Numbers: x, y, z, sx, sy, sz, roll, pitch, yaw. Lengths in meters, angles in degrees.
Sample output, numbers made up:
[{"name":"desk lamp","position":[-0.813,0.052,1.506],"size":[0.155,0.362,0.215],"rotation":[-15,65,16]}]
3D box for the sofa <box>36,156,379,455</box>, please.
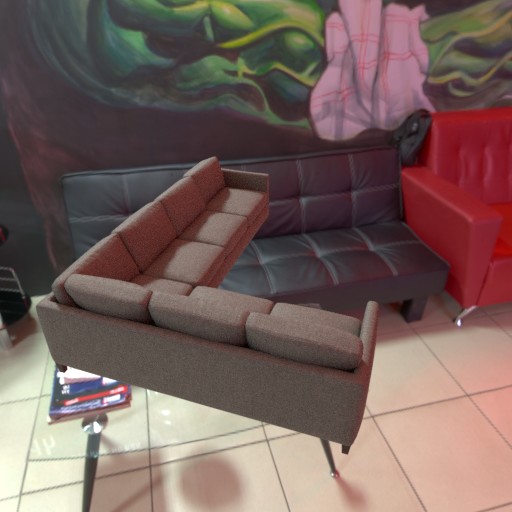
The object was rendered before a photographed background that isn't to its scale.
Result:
[{"name":"sofa","position":[0.000,0.000,4.538],"size":[2.593,0.947,3.302],"rotation":[10,33,16]}]
